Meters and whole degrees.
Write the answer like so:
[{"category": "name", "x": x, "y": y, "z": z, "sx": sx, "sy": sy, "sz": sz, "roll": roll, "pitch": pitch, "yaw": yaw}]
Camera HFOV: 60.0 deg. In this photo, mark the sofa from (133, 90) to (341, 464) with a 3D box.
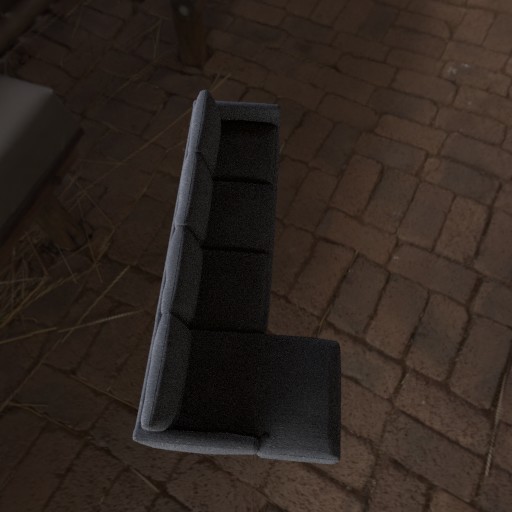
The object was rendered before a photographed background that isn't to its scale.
[{"category": "sofa", "x": 0.000, "y": 0.000, "z": 3.547, "sx": 1.350, "sy": 0.810, "sz": 2.932, "roll": 4, "pitch": 64, "yaw": 2}]
